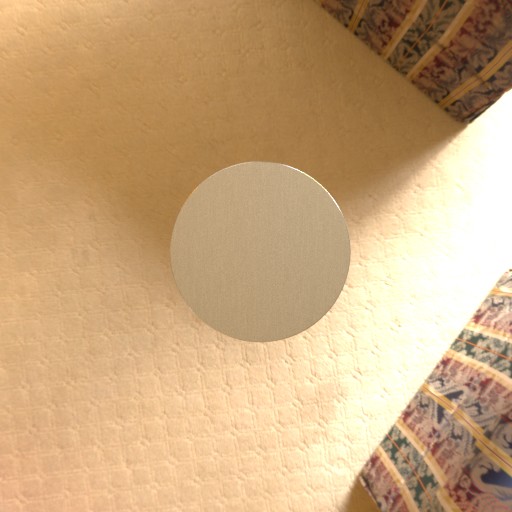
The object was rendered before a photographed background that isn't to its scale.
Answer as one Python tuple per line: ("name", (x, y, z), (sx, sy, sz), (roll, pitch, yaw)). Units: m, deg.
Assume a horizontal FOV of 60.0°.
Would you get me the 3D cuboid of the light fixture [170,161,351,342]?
("light fixture", (0.000, 0.000, 0.444), (0.102, 0.400, 0.102), (0, 89, -1))
